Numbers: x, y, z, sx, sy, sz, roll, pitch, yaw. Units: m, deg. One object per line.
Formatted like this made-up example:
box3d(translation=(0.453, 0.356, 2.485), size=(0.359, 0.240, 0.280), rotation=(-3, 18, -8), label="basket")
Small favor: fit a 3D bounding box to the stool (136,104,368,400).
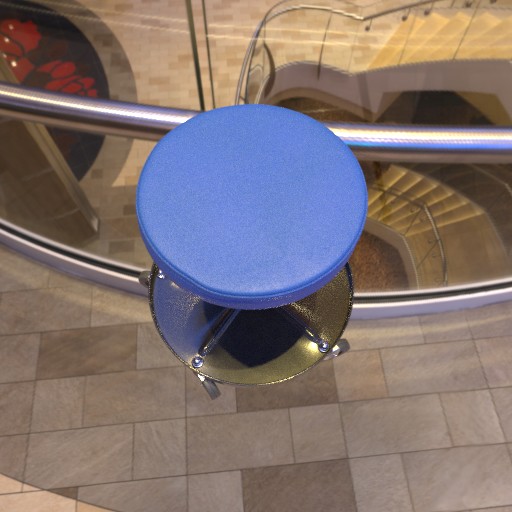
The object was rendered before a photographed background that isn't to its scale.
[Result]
box3d(translation=(0.000, 0.000, 0.676), size=(0.381, 0.365, 0.382), rotation=(35, 68, 16), label="stool")
